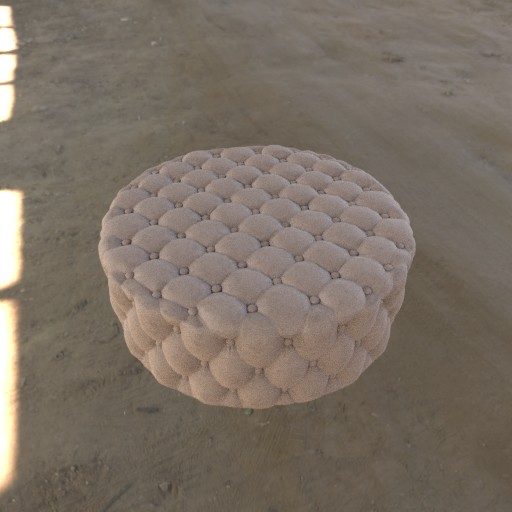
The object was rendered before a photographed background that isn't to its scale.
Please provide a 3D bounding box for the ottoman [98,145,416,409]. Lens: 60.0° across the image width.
[{"bbox_3d":[0.000,0.000,1.523,0.998,0.399,0.998,0,41,0],"label":"ottoman"}]
